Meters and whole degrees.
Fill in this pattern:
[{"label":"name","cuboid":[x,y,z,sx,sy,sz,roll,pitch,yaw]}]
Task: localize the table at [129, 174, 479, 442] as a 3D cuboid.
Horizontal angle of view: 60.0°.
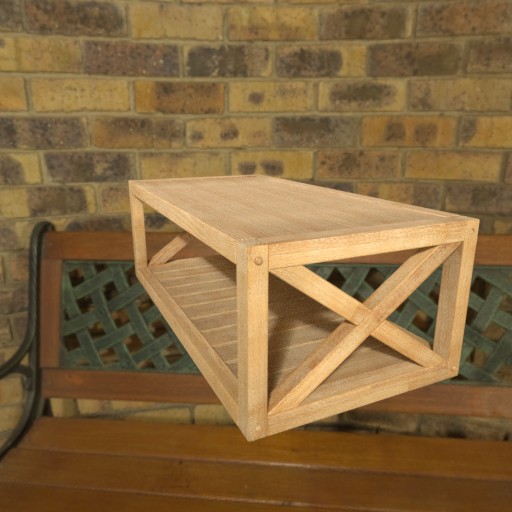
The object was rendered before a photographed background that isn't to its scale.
[{"label":"table","cuboid":[0.000,0.000,1.638,0.660,0.457,1.321,-7,18,-24]}]
